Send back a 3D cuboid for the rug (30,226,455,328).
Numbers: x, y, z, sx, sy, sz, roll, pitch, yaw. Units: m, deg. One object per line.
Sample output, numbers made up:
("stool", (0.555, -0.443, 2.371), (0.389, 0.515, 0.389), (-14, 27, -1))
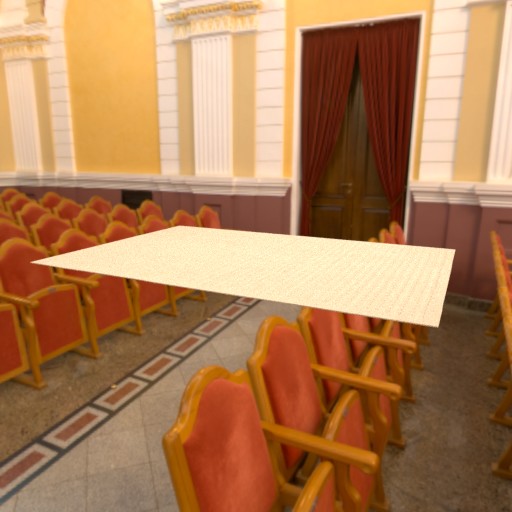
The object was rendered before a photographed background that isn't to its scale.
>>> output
("rug", (0.000, 0.000, 2.843), (2.289, 0.006, 1.523), (6, 15, 25))
